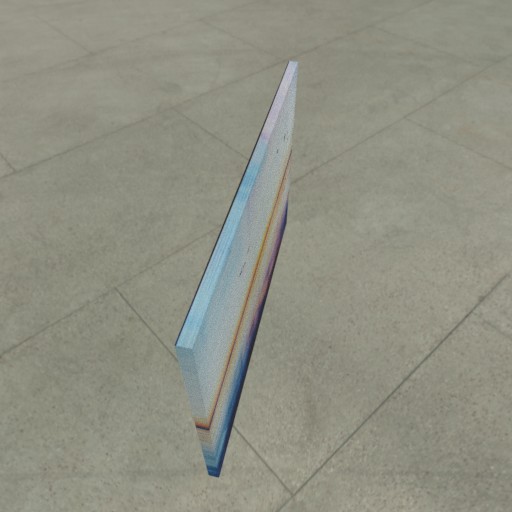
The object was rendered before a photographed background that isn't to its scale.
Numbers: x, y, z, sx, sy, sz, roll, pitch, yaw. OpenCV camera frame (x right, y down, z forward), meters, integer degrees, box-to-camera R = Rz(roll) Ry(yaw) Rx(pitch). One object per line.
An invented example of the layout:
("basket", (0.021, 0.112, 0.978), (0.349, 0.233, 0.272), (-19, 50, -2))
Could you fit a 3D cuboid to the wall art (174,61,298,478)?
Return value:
("wall art", (0.000, 0.000, 0.757), (0.018, 0.402, 0.604), (10, 49, 9))
